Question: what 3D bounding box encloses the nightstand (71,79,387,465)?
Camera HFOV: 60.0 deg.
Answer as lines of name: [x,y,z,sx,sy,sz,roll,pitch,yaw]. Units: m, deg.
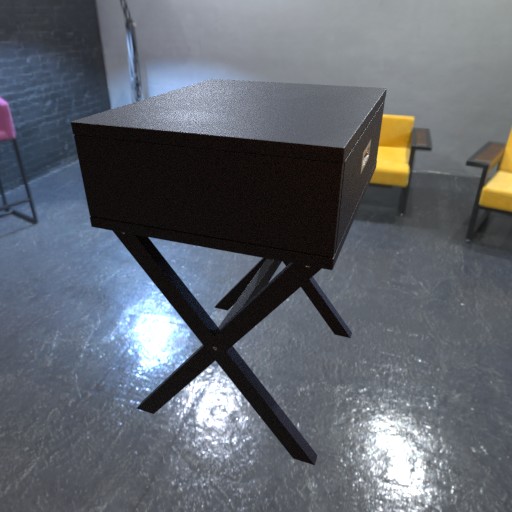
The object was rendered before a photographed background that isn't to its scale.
nightstand: [0.000,0.000,0.934,0.402,0.623,0.479,10,31,18]
